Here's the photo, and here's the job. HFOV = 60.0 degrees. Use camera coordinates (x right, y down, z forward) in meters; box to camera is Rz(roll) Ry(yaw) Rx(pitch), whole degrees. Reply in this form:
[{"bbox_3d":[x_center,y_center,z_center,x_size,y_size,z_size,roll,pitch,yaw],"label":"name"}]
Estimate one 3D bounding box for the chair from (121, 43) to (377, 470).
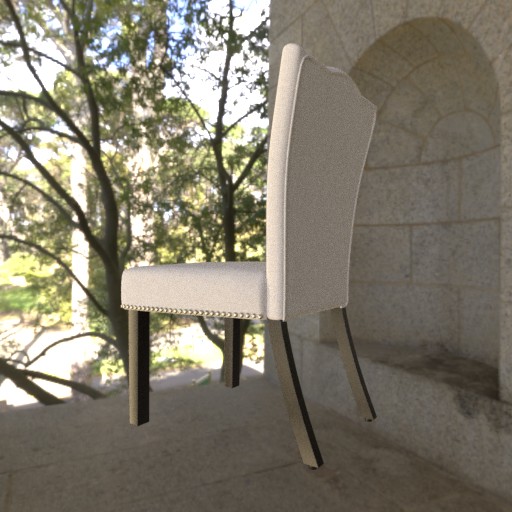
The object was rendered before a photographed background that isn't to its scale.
[{"bbox_3d":[0.000,0.000,1.286,0.589,0.946,0.518,0,0,35],"label":"chair"}]
